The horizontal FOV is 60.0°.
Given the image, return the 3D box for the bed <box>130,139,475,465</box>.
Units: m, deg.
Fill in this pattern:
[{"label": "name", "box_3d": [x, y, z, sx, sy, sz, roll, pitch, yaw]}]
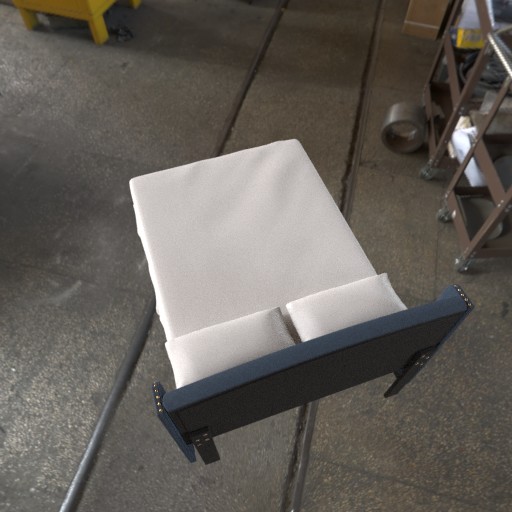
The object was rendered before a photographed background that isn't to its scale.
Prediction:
[{"label": "bed", "box_3d": [0.000, 0.000, 3.272, 1.710, 1.407, 2.237, -16, 58, -10]}]
